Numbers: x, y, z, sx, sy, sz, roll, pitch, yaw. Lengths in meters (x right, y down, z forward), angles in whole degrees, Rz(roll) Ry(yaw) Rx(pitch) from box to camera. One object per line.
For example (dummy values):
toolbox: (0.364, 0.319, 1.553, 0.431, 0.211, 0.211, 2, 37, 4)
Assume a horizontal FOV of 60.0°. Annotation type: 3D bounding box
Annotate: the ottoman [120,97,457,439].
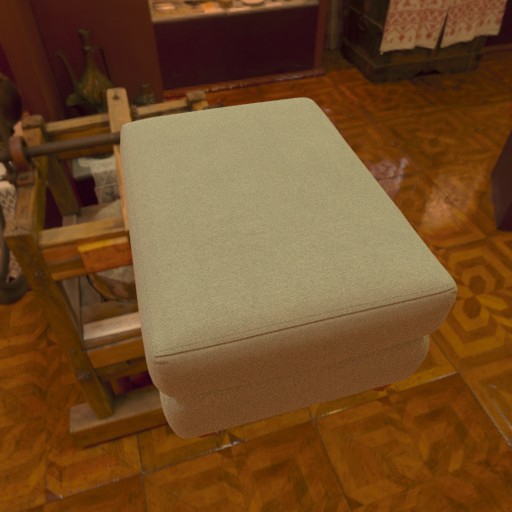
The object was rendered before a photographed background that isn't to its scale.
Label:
ottoman: (0.000, 0.000, 1.122, 0.569, 0.499, 0.773, -11, 47, -11)
